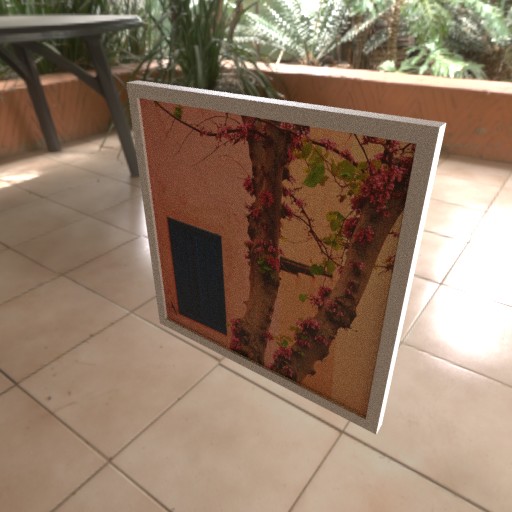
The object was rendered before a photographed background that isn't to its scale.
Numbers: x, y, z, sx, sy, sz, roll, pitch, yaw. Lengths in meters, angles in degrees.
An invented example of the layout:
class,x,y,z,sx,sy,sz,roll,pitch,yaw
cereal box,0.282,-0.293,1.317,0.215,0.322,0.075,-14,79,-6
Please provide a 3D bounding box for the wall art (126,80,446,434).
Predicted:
class,x,y,z,sx,sy,sz,roll,pitch,yaw
wall art,0.000,0.000,1.120,0.762,0.762,0.038,20,36,30
